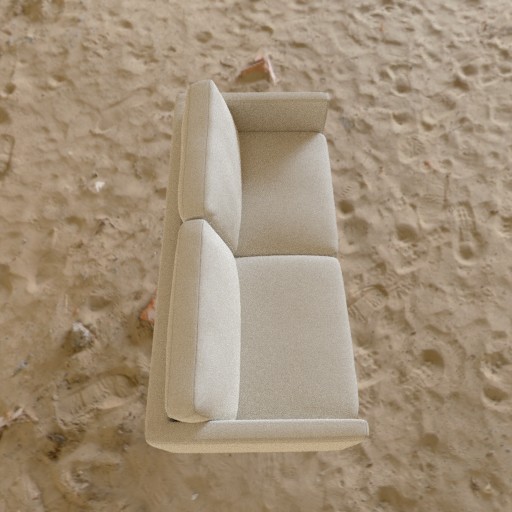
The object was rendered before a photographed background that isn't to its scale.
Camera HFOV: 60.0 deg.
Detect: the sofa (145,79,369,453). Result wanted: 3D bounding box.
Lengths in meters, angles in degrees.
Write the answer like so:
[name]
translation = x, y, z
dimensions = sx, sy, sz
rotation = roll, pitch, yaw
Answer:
[sofa]
translation = 0.000, 0.000, 2.474
dimensions = 0.965, 0.889, 1.981
rotation = -1, 63, 0
